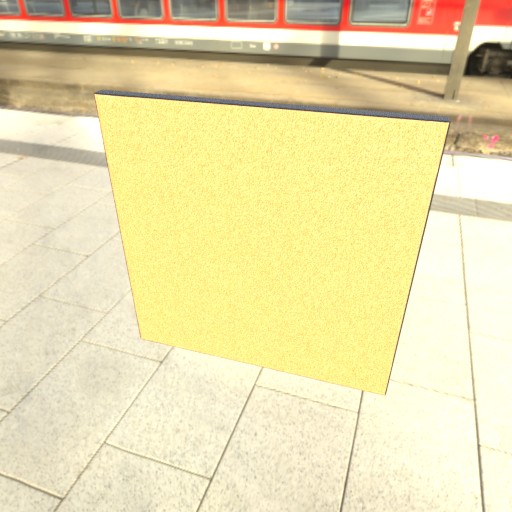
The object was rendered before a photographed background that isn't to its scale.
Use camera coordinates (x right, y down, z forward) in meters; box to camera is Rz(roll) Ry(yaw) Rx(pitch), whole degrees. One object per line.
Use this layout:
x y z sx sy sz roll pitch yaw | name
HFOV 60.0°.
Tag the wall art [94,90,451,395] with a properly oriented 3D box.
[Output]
0.000 0.000 0.676 0.456 0.453 0.022 10 34 14 | wall art
